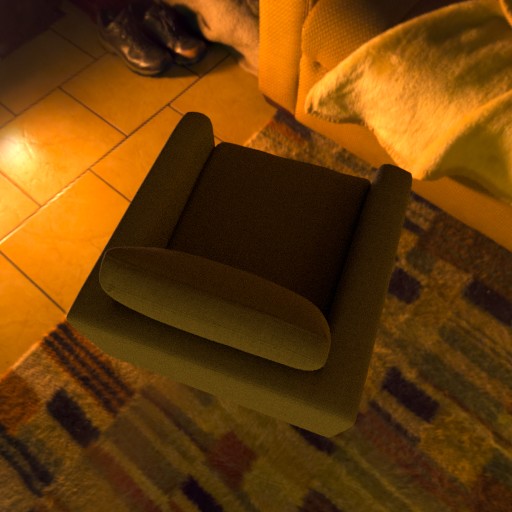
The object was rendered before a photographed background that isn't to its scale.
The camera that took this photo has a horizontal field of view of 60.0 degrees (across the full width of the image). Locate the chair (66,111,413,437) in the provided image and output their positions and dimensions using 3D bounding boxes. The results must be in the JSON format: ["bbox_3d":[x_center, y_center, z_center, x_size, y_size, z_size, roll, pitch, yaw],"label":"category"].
[{"bbox_3d":[0.000,0.000,1.879,1.070,0.847,1.100,18,65,9],"label":"chair"}]
